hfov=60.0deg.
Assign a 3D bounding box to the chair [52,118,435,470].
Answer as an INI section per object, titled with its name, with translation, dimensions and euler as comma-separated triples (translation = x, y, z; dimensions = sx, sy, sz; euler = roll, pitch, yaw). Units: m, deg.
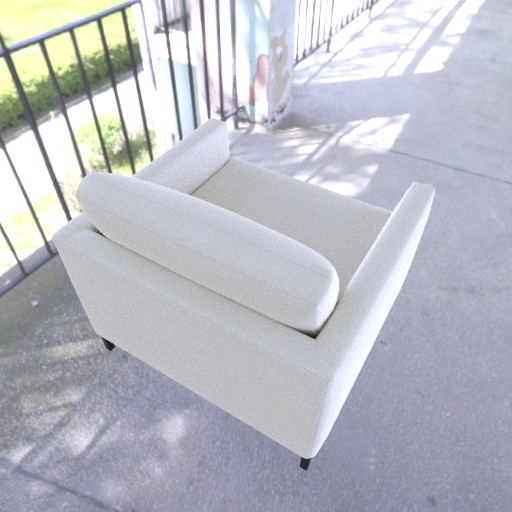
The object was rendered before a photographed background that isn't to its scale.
[chair]
translation = 0.000, 0.000, 1.577
dimensions = 0.964, 0.806, 0.875
euler = 23, 50, 21
